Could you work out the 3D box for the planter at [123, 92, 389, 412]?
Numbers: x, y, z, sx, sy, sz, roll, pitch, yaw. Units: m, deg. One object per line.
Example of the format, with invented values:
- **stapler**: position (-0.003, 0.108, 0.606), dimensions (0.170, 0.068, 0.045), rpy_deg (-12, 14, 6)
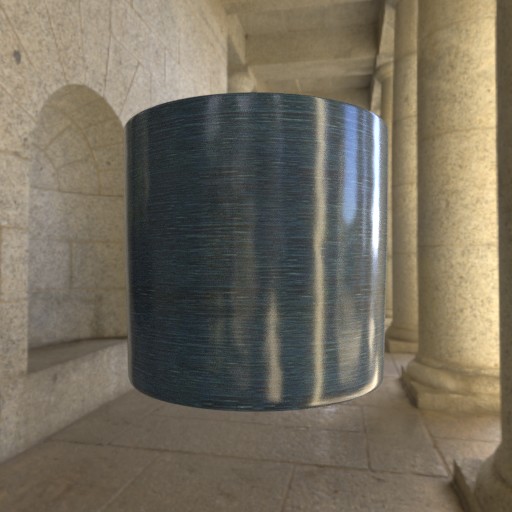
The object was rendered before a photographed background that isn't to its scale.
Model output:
- **planter**: position (0.000, 0.000, 0.385), dimensions (0.221, 0.201, 0.221), rpy_deg (0, -1, 0)
